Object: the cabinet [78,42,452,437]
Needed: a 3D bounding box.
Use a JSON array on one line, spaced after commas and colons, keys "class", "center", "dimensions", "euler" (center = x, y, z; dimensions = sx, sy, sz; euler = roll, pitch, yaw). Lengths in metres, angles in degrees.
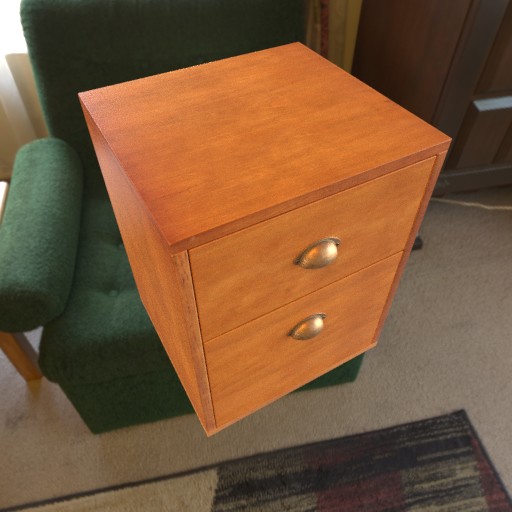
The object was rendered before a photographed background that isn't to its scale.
[{"class": "cabinet", "center": [0.000, 0.000, 0.847], "dimensions": [0.409, 0.579, 0.401], "euler": [-22, 51, -20]}]
